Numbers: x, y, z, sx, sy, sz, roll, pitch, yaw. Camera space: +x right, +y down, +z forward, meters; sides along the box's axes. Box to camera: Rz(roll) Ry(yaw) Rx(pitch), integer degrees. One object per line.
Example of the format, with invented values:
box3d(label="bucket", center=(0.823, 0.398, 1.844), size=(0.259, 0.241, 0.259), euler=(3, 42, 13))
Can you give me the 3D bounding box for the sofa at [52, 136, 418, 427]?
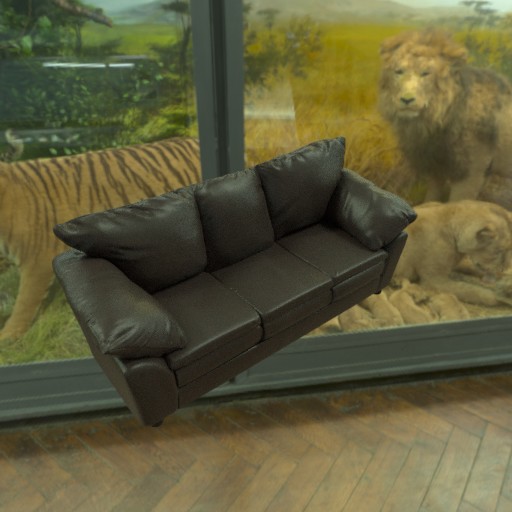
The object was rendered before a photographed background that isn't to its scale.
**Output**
box3d(label="sofa", center=(0.000, 0.000, 2.917), size=(2.390, 1.091, 0.907), euler=(-23, 38, -32))
